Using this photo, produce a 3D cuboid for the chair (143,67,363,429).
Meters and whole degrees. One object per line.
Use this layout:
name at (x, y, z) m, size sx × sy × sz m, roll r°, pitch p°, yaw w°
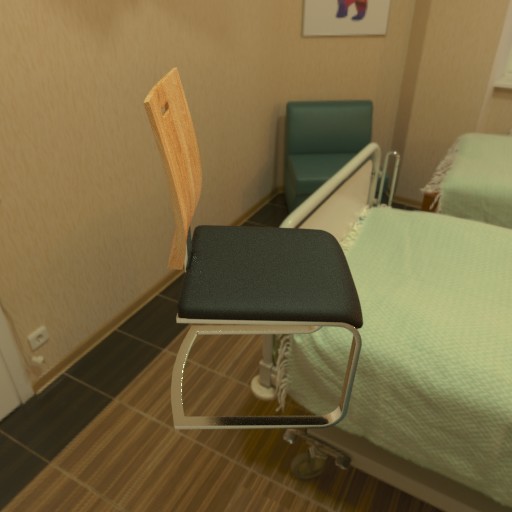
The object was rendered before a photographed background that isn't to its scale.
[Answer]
chair at (0.000, 0.000, 1.256) m, size 0.560 × 0.936 × 0.462 m, roll 0°, pitch 32°, yaw 0°
